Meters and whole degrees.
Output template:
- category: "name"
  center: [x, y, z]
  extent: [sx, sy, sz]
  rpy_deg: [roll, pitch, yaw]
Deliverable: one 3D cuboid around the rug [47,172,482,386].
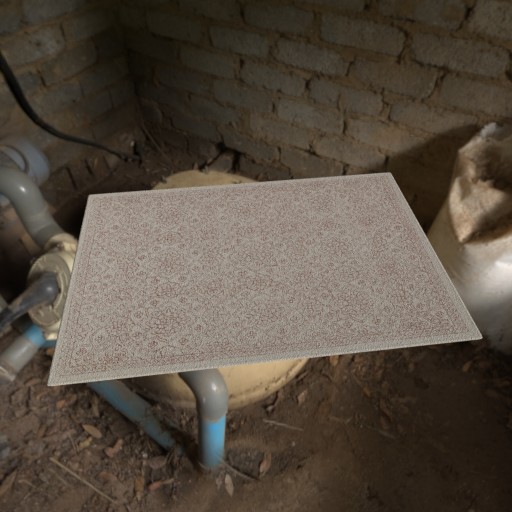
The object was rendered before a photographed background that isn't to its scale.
- category: "rug"
  center: [0.000, 0.000, 2.257]
  extent: [1.829, 0.010, 1.219]
  rpy_deg: [-5, 47, -5]
